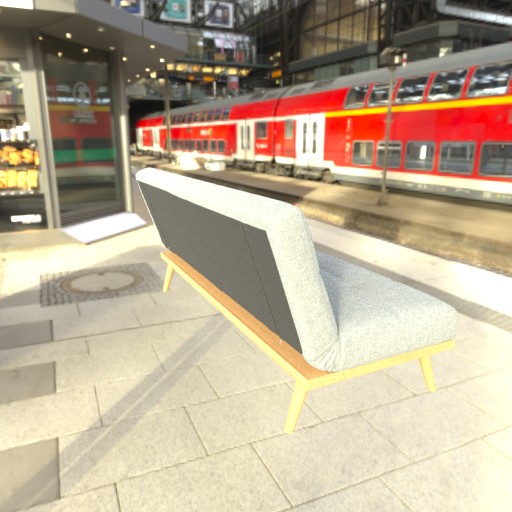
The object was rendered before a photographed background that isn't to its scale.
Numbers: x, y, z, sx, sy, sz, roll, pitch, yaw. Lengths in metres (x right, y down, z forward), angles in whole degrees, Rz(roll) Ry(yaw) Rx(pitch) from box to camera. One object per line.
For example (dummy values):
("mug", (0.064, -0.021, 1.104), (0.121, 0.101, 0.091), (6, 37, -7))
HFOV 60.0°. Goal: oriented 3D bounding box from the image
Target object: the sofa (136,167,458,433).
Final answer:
("sofa", (0.000, 0.000, 2.239), (0.800, 0.800, 1.820), (-7, 17, -25))
